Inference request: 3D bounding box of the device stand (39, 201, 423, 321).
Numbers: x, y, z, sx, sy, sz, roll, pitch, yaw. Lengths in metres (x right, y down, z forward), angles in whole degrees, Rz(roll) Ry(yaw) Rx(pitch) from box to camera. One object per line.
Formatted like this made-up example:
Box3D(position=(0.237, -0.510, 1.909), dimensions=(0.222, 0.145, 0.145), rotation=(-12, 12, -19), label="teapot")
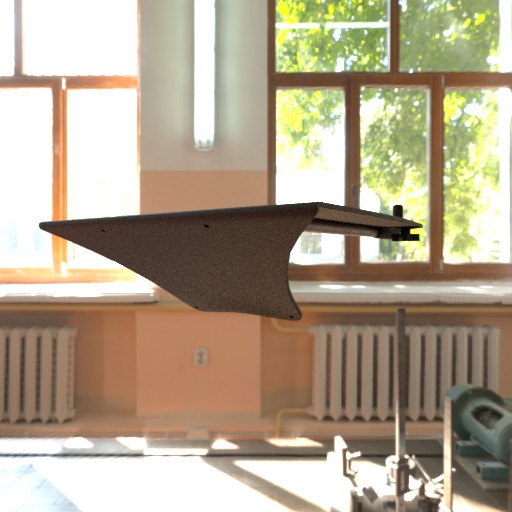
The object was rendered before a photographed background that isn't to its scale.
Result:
Box3D(position=(0.000, 0.000, 0.353), dimensions=(0.230, 0.092, 0.230), rotation=(0, 1, 35), label="device stand")
